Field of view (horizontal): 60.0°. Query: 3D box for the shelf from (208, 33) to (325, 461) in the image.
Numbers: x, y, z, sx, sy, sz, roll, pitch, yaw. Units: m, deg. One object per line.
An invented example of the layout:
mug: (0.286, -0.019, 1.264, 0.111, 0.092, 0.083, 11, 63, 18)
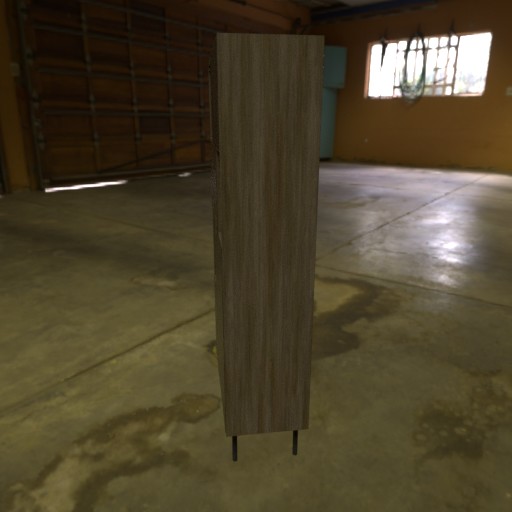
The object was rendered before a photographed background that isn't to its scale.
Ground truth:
shelf: (0.000, 0.000, 1.826, 0.323, 1.545, 0.670, -2, 17, -8)
